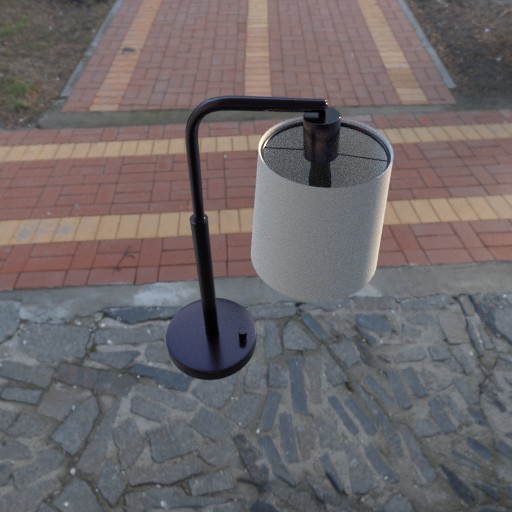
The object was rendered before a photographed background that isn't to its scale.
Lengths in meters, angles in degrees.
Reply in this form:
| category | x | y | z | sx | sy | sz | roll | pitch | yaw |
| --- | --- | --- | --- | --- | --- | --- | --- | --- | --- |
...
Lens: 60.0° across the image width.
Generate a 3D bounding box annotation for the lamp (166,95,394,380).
| category | x | y | z | sx | sy | sz | roll | pitch | yaw |
| --- | --- | --- | --- | --- | --- | --- | --- | --- | --- |
| lamp | 0.000 | 0.000 | 0.638 | 0.333 | 0.489 | 0.171 | 9 | 46 | 9 |
